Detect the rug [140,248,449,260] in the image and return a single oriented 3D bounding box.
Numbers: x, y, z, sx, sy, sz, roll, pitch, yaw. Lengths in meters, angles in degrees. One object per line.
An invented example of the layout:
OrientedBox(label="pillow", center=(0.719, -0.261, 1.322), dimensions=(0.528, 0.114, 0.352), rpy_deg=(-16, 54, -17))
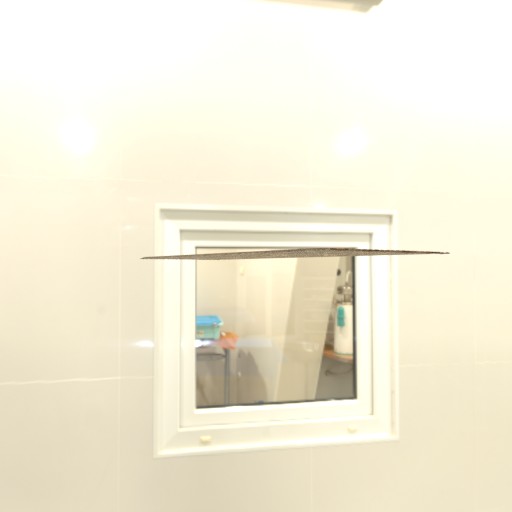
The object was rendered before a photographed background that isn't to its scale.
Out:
OrientedBox(label="rug", center=(0.000, 0.000, 2.884), dimensions=(1.324, 0.018, 2.378), rpy_deg=(1, -2, -19))
